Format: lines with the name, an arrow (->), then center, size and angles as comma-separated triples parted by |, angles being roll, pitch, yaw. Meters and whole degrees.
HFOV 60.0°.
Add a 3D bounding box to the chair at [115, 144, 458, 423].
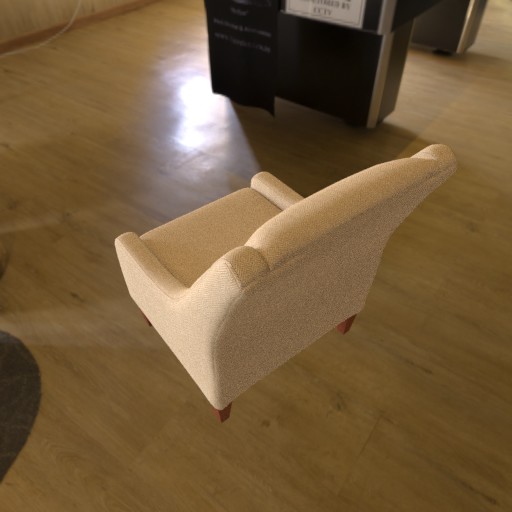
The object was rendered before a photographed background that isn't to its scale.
chair -> 0.000, 0.000, 1.623 | 0.774, 1.014, 0.870 | -29, 52, -26
